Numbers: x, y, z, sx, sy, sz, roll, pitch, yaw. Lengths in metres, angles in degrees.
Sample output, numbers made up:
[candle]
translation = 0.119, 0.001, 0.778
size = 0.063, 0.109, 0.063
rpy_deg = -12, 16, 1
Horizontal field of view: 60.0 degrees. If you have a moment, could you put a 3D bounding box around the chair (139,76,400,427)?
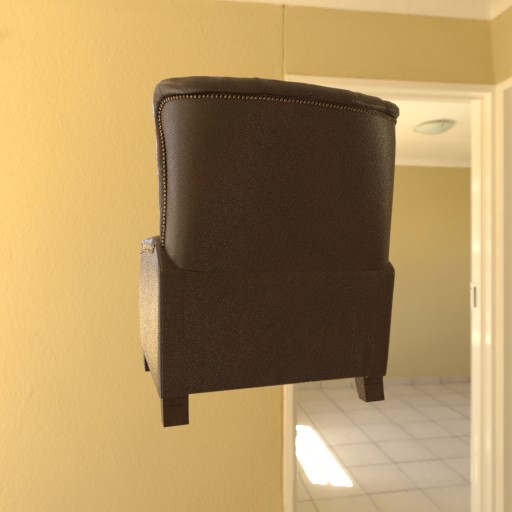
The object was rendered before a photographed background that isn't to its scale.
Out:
[chair]
translation = 0.000, 0.000, 1.455
size = 0.709, 0.864, 0.823
rpy_deg = 0, 0, -19
